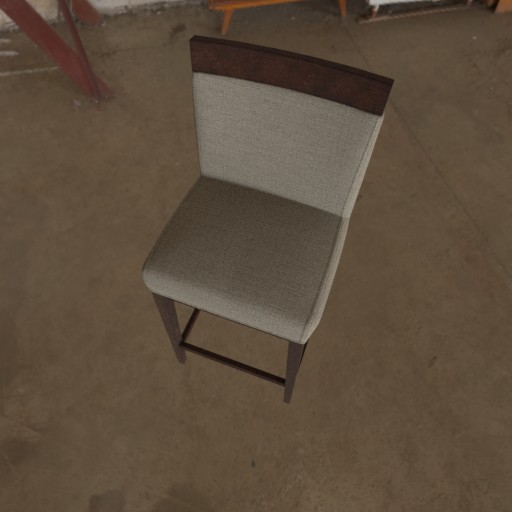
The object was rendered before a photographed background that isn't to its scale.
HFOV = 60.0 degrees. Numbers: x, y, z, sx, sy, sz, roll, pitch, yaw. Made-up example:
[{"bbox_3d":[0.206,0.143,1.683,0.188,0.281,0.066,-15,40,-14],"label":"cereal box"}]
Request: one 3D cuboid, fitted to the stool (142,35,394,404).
[{"bbox_3d":[0.000,0.000,1.417,0.511,1.117,0.531,18,59,11],"label":"stool"}]
